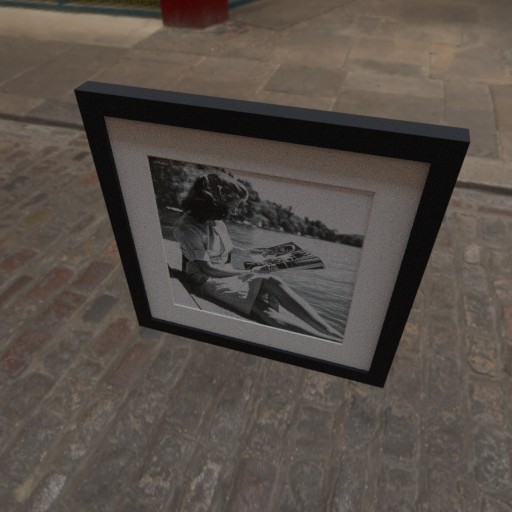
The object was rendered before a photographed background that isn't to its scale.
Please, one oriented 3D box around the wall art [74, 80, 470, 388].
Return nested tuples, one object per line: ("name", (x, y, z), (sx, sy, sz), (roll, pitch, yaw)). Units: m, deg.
("wall art", (0.000, 0.000, 0.662), (0.462, 0.458, 0.030), (12, 43, 13))
